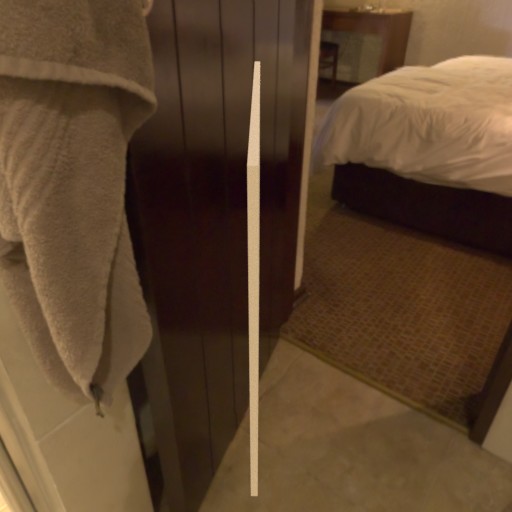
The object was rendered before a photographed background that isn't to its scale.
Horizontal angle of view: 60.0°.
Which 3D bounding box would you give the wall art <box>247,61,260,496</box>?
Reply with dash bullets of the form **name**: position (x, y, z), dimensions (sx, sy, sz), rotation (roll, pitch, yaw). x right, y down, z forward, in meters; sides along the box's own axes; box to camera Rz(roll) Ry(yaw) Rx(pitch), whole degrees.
- **wall art**: position (0.000, 0.000, 0.651), dimensions (0.009, 0.457, 0.456), rotation (0, 33, 0)
